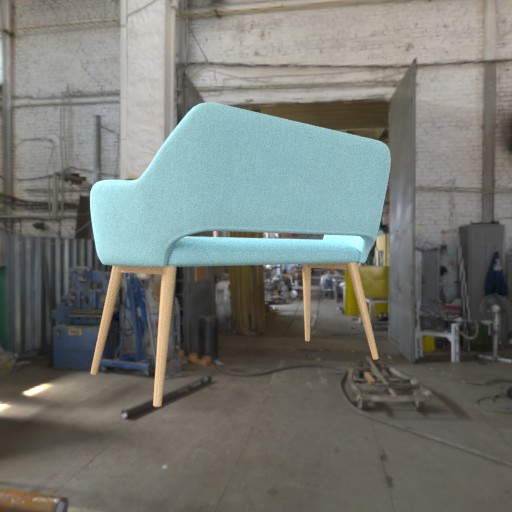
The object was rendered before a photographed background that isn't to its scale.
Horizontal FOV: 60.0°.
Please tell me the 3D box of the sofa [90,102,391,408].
[{"bbox_3d":[0.000,0.000,1.642,1.150,0.840,0.610,0,0,-36],"label":"sofa"}]
